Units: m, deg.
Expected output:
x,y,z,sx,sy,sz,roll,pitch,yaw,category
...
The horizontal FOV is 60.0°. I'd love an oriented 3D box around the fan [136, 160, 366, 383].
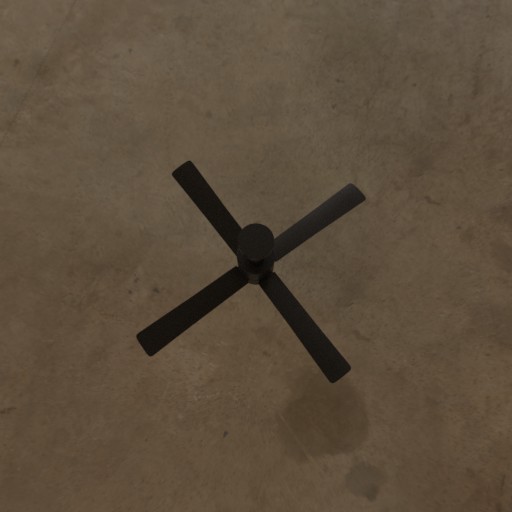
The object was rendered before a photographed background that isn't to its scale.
x,y,z,sx,sy,sz,roll,pitch,yaw,category
0.000,0.000,2.329,1.525,0.534,1.525,-35,77,-9,fan
